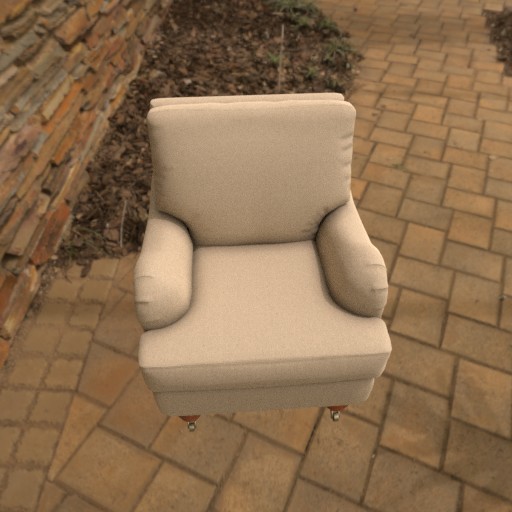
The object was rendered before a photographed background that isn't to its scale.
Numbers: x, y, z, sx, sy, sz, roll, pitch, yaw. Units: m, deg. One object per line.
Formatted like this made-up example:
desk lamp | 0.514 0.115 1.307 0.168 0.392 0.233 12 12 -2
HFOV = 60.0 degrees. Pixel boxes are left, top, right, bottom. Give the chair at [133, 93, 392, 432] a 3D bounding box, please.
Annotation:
chair | 0.000 0.000 1.849 0.895 1.076 1.078 -3 45 -3
